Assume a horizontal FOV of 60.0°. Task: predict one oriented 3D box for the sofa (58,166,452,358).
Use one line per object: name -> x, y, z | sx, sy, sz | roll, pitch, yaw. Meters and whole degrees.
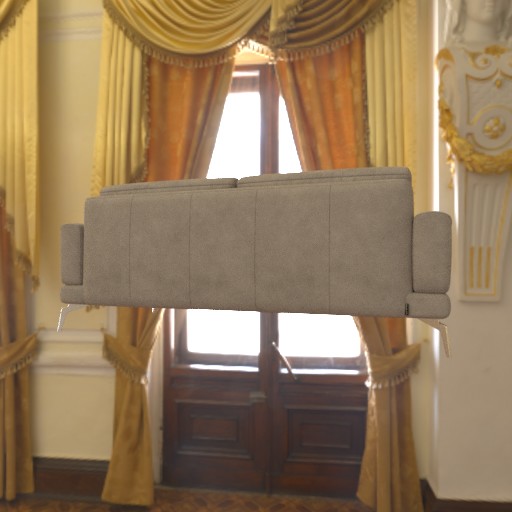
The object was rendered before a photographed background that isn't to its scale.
sofa -> 0.000, 0.000, 2.547 | 2.013, 0.830, 0.980 | 0, -1, 19
